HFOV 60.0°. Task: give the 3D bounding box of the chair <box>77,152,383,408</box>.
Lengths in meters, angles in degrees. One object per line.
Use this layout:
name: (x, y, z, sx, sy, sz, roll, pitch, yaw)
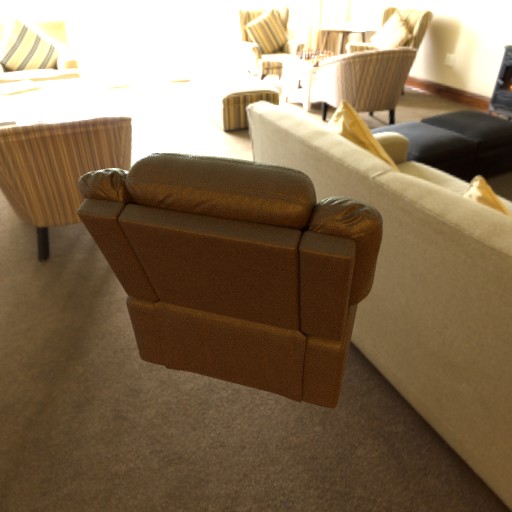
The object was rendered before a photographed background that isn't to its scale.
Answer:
chair: (0.000, 0.000, 1.719, 0.899, 1.009, 0.934, 10, 34, 15)
